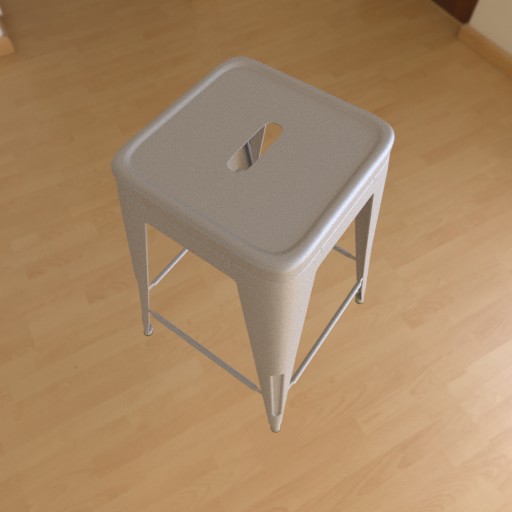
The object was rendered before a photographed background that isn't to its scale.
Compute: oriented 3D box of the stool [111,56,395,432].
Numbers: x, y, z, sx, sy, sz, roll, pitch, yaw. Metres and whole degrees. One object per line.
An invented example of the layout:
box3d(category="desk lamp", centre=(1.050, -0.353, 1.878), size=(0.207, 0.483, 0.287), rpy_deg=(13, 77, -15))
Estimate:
box3d(category="stool", centre=(0.000, 0.000, 0.875), size=(0.410, 0.608, 0.410), rpy_deg=(32, 64, 17))
